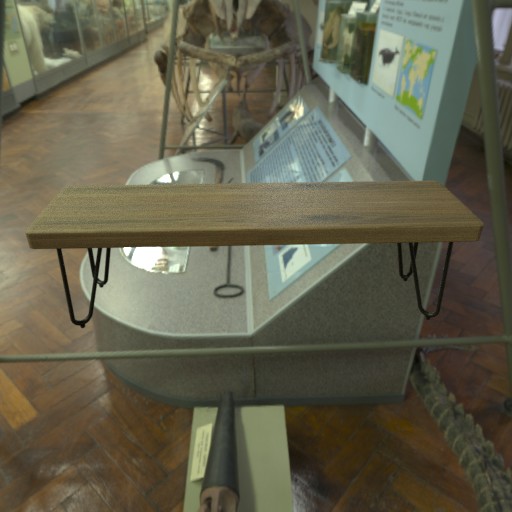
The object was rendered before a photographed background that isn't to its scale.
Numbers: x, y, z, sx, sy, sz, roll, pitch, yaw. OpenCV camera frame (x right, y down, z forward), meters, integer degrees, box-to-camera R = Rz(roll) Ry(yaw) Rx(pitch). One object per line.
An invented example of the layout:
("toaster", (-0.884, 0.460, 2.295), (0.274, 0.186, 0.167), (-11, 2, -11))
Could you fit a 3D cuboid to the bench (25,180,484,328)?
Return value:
("bench", (0.000, 0.000, 1.796), (1.570, 0.462, 0.425), (-1, 31, -2))
